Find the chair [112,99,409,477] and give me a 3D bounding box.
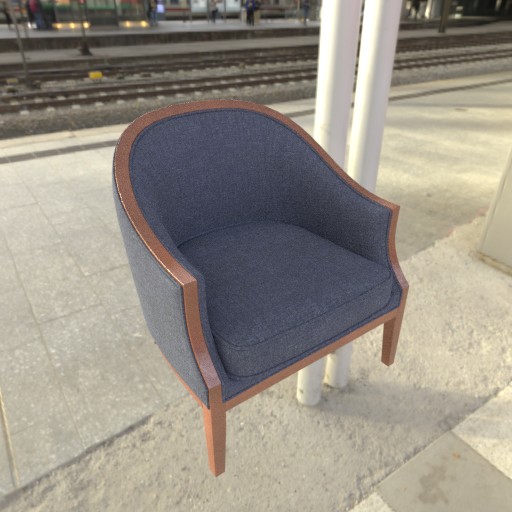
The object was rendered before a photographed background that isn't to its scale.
[{"bbox_3d":[0.000,0.000,1.463,0.803,0.876,0.735,-20,35,-31],"label":"chair"}]
